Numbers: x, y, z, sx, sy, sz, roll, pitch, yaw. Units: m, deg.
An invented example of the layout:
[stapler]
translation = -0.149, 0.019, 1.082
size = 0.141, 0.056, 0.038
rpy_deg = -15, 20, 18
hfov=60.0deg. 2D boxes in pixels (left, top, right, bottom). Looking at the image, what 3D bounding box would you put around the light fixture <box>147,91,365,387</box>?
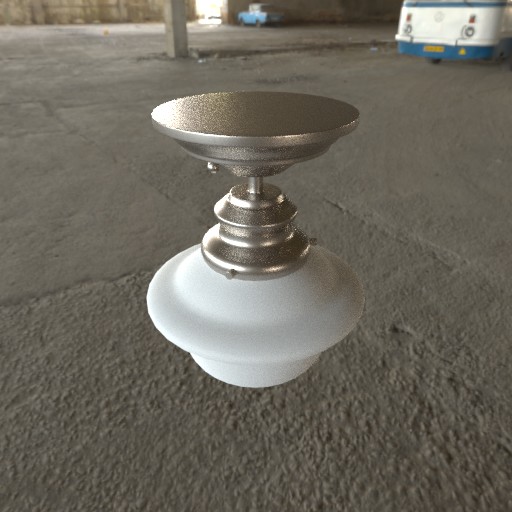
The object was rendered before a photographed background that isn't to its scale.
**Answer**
[light fixture]
translation = 0.000, 0.000, 0.395
size = 0.199, 0.254, 0.199
rpy_deg = 0, 30, 0
